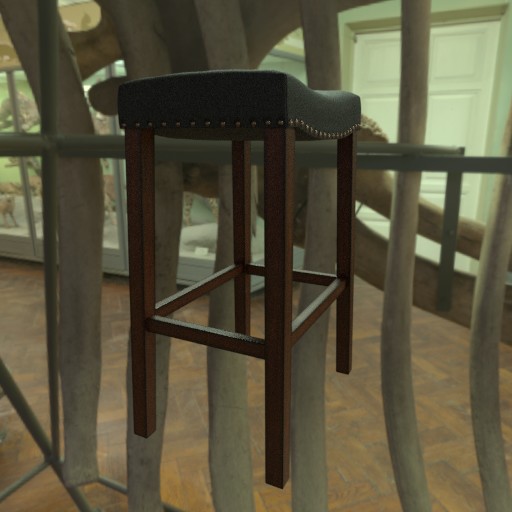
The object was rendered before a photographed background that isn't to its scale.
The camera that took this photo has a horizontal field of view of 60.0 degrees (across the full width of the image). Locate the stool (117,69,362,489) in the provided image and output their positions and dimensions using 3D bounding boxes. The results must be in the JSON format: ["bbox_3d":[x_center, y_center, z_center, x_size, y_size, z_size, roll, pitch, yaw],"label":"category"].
[{"bbox_3d":[0.000,0.000,1.040,0.366,0.760,0.502,7,17,26],"label":"stool"}]
